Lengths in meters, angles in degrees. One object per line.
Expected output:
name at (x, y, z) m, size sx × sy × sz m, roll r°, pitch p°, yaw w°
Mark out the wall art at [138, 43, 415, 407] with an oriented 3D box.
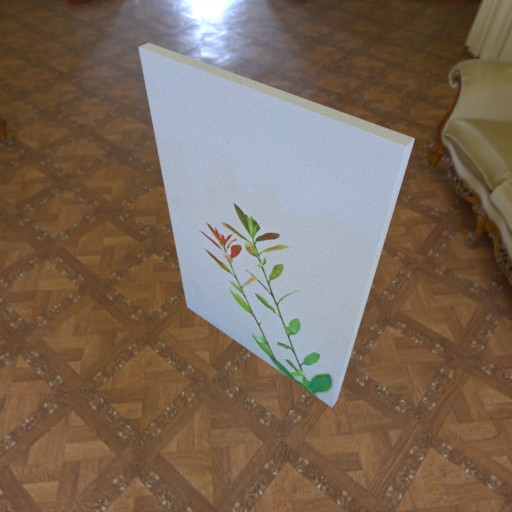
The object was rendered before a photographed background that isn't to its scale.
wall art at (0.000, 0.000, 1.436) m, size 0.764 × 1.143 × 0.038 m, roll 30°, pitch 53°, yaw 25°
